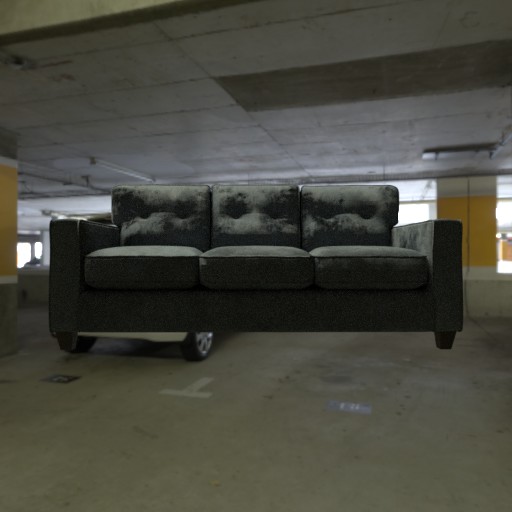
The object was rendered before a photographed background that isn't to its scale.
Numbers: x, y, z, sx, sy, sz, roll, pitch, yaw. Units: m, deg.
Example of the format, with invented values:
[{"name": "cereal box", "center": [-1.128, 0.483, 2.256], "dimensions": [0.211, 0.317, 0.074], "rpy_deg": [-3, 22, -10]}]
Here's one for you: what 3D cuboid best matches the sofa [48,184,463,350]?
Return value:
[{"name": "sofa", "center": [0.000, 0.000, 2.688], "dimensions": [2.133, 0.965, 0.939], "rpy_deg": [0, 0, 0]}]
